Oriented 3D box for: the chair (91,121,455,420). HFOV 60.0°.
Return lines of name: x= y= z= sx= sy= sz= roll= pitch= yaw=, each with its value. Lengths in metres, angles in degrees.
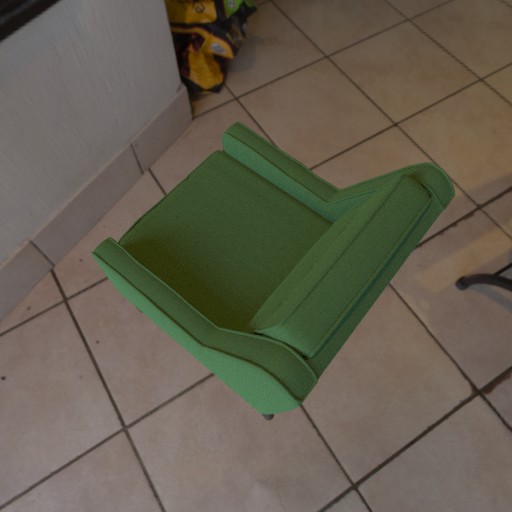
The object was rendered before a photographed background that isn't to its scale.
chair: x=0.000 y=0.000 z=1.354 sx=0.743 sy=0.792 sz=0.663 roll=36 pitch=69 yaw=17
